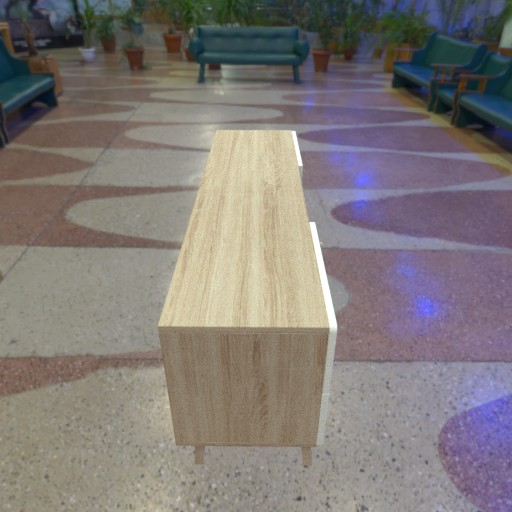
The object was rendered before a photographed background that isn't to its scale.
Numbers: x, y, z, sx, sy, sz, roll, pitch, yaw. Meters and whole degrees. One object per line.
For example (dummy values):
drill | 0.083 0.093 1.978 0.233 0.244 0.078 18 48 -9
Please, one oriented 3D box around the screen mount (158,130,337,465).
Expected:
screen mount | 0.000 0.000 1.768 0.420 0.570 1.500 0 32 1
